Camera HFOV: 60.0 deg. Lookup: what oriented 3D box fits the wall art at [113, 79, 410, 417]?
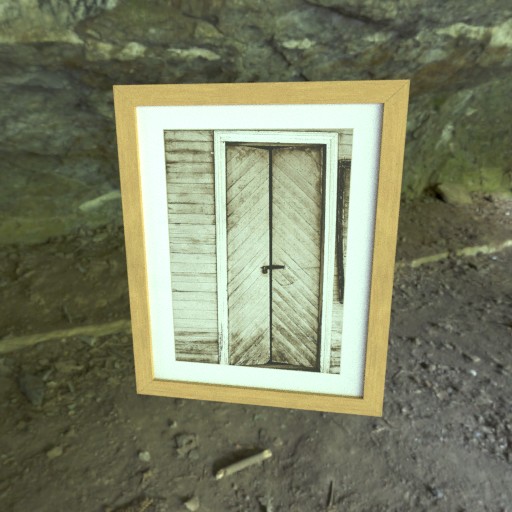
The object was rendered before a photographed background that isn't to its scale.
[{"bbox_3d":[0.000,0.000,0.523,0.312,0.380,0.030,2,15,9],"label":"wall art"}]
